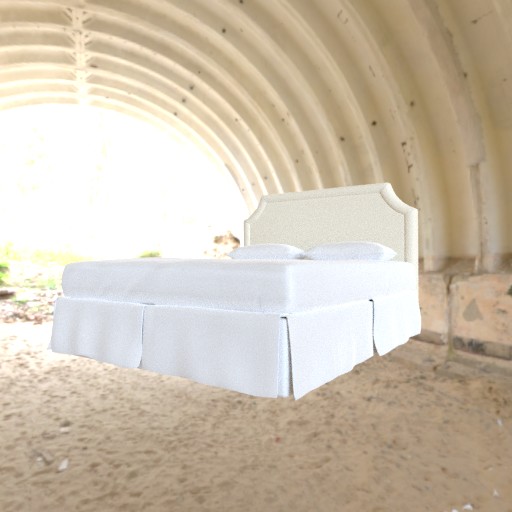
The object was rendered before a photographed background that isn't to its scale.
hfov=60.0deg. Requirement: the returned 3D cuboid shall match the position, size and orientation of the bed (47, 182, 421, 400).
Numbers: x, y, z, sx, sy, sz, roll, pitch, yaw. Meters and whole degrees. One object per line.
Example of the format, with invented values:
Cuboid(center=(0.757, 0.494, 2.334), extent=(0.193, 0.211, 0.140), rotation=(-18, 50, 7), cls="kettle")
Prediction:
Cuboid(center=(0.000, 0.000, 4.090), extent=(2.350, 1.590, 2.773), rotation=(-1, -1, 35), cls="bed")
